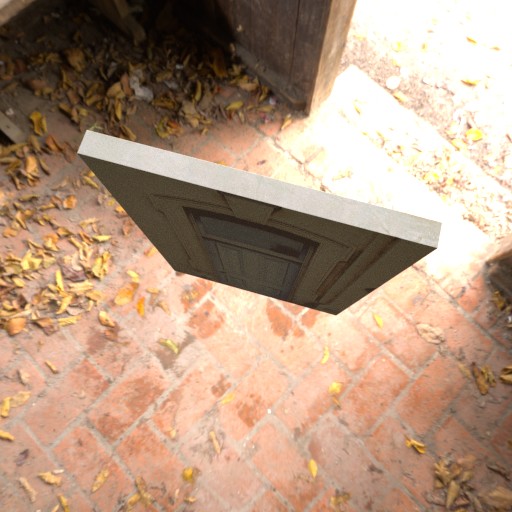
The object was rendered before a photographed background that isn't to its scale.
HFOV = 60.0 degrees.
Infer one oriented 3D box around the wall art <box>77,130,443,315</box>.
[{"bbox_3d":[0.000,0.000,0.975,0.508,0.764,0.038,15,76,4],"label":"wall art"}]
